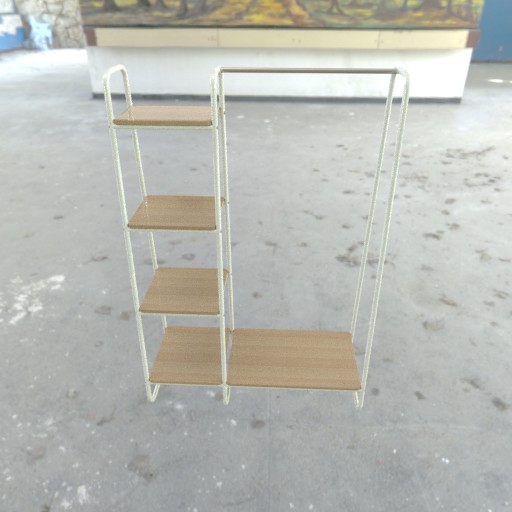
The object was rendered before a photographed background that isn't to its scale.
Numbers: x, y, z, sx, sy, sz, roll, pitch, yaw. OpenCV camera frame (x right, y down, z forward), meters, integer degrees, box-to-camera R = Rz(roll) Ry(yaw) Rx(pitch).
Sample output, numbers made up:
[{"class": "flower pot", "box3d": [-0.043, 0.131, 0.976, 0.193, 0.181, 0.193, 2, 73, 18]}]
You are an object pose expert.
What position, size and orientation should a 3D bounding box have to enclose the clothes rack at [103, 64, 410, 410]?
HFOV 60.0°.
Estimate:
[{"class": "clothes rack", "box3d": [0.000, 0.000, 1.899, 1.011, 1.500, 0.400, 1, 30, 2]}]
